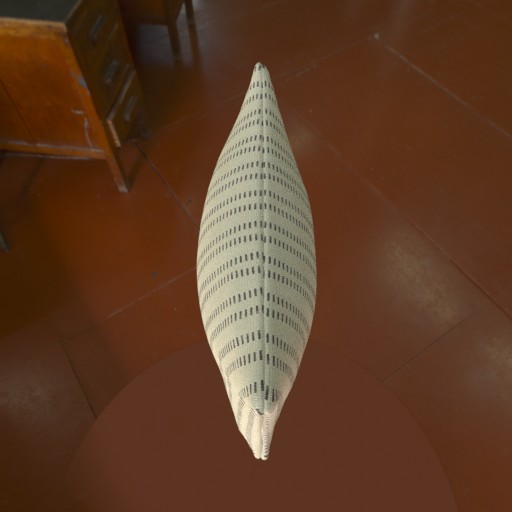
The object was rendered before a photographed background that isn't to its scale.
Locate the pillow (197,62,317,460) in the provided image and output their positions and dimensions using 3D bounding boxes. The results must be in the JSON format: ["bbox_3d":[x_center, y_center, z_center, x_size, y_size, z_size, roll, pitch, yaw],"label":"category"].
[{"bbox_3d":[0.000,0.000,0.807,0.210,0.353,0.640,0,59,0],"label":"pillow"}]
